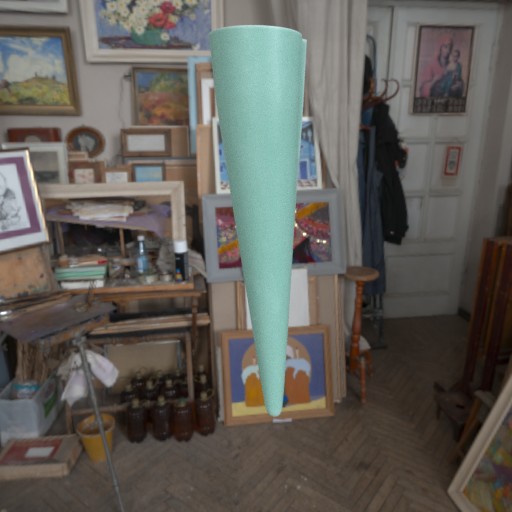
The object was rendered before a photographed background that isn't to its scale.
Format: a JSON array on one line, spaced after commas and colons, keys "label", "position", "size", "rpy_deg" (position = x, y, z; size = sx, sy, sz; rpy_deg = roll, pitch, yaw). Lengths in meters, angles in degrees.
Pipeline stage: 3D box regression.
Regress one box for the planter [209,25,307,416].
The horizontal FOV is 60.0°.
[{"label": "planter", "position": [0.000, 0.000, 0.295], "size": [0.054, 0.268, 0.055], "rpy_deg": [15, 22, 42]}]
